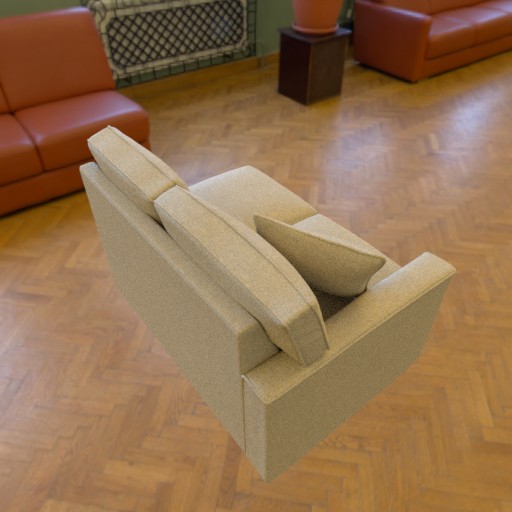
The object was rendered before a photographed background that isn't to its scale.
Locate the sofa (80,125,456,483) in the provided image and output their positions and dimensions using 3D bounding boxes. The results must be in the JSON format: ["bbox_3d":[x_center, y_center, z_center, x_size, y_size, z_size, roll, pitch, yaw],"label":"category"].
[{"bbox_3d":[0.000,0.000,2.039,0.991,0.989,1.388,-27,48,-28],"label":"sofa"}]
